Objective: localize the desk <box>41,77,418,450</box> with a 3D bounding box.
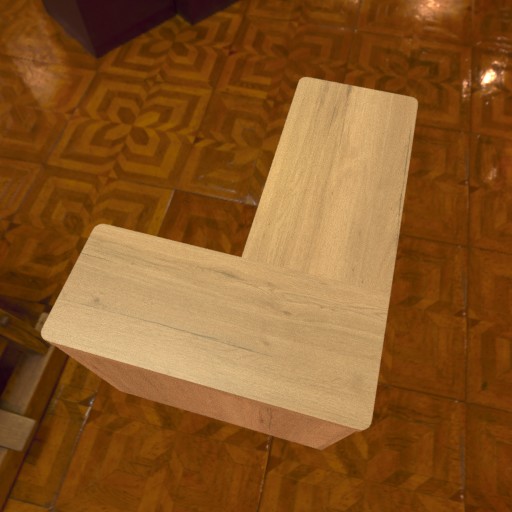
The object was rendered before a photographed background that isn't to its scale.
[{"bbox_3d":[0.000,0.000,1.734,0.900,0.760,1.169,14,63,7],"label":"desk"}]
